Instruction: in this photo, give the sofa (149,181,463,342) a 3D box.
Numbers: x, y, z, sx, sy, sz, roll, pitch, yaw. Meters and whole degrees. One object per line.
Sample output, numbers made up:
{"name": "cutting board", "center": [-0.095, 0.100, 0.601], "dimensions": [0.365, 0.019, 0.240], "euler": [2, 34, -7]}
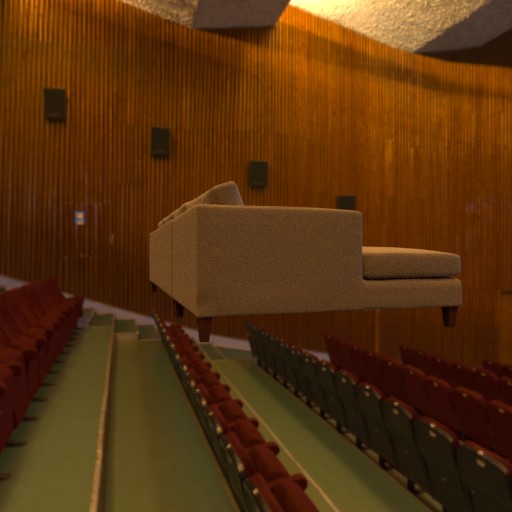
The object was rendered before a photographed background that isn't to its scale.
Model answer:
{"name": "sofa", "center": [0.000, 0.000, 3.926], "dimensions": [1.625, 0.846, 3.186], "euler": [0, 0, -17]}
